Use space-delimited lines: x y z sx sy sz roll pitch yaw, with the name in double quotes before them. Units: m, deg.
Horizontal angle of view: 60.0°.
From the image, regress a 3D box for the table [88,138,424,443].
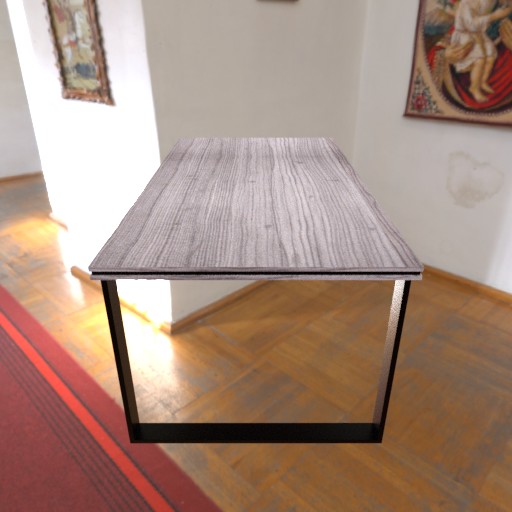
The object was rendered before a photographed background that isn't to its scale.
"table" 0.000 0.000 2.031 0.881 0.736 1.579 0 27 0
